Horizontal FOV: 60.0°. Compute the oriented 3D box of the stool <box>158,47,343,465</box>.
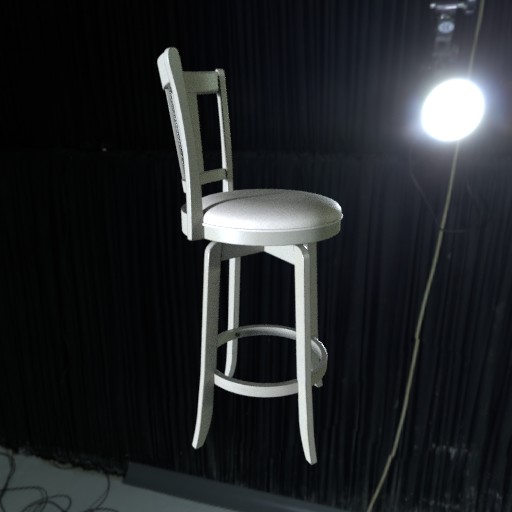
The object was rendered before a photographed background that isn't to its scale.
[{"bbox_3d":[0.000,0.000,1.271,0.475,1.042,0.436,3,17,10],"label":"stool"}]
